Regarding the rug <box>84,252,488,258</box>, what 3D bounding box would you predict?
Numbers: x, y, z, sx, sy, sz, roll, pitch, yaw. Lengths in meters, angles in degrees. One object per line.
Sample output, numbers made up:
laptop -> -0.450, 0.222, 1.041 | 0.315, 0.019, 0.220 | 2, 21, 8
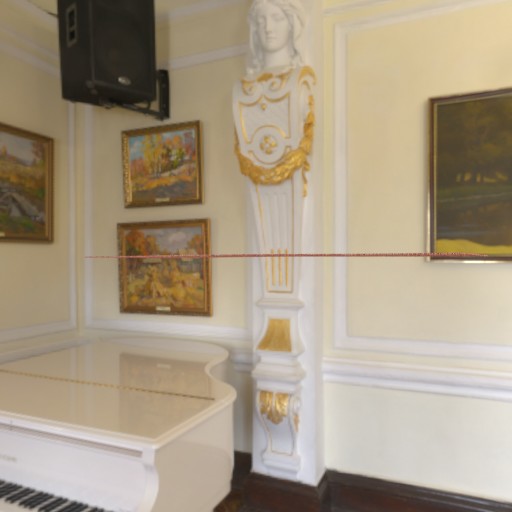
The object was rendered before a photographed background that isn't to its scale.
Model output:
rug -> 0.000, 0.000, 2.592 | 2.353, 0.013, 0.718 | 0, -1, 36
